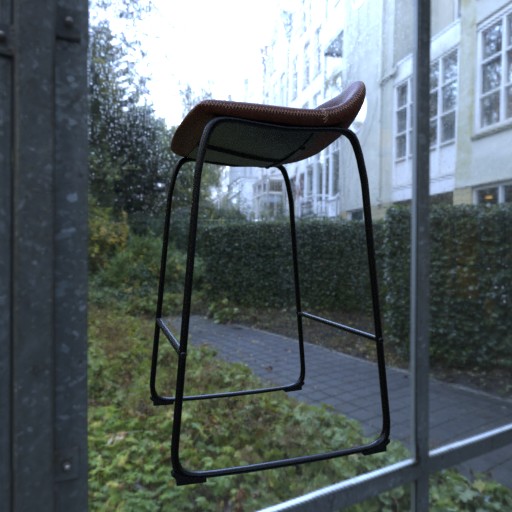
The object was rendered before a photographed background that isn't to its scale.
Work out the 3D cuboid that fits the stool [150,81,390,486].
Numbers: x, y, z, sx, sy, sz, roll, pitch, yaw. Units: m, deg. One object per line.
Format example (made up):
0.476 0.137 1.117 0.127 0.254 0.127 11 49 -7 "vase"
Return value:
0.000 0.000 1.084 0.473 0.830 0.454 0 1 -18 "stool"
